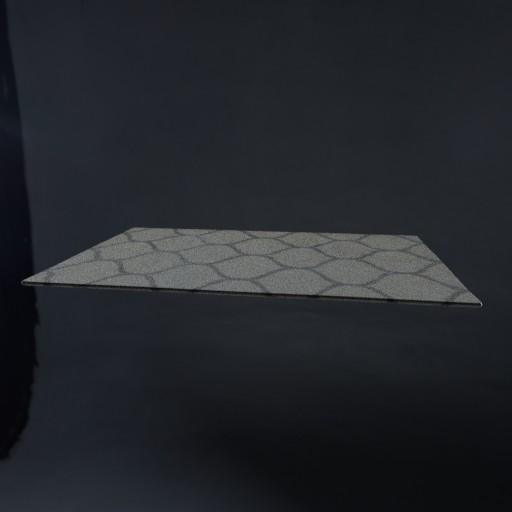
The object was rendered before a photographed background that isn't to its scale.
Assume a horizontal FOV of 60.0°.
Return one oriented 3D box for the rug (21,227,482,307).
[{"bbox_3d":[0.000,0.000,2.937,2.348,0.024,1.501,2,15,8],"label":"rug"}]
